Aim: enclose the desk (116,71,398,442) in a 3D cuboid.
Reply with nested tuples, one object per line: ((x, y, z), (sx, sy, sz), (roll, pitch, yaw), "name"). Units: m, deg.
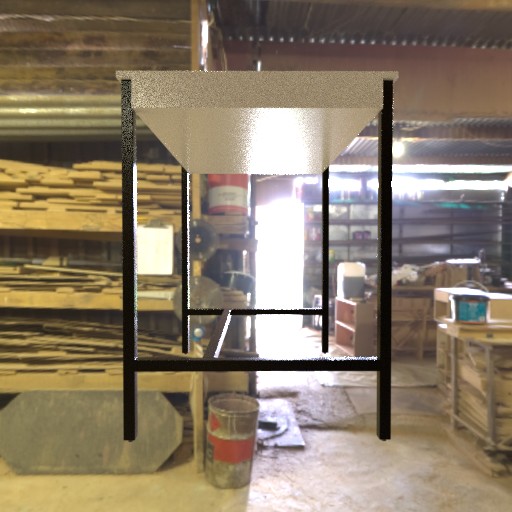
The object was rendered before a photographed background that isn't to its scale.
((0.000, 0.000, 1.312), (0.573, 0.766, 0.811), (0, 1, 0), "desk")
